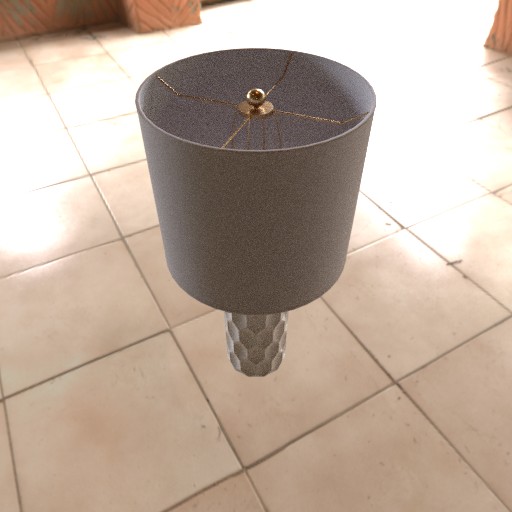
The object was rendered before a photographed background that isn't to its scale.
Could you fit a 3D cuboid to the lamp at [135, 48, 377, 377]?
[{"bbox_3d":[0.000,0.000,0.701,0.277,0.537,0.277,-22,48,-21],"label":"lamp"}]
